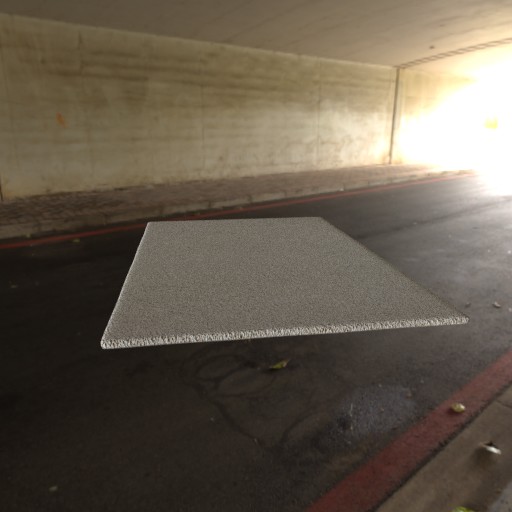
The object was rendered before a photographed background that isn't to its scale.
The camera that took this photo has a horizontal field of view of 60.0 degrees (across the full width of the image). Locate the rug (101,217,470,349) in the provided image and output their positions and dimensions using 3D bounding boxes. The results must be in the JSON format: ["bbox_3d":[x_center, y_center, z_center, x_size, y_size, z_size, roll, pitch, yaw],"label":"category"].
[{"bbox_3d":[0.000,0.000,2.266,1.219,0.030,1.778,-2,16,-8],"label":"rug"}]
